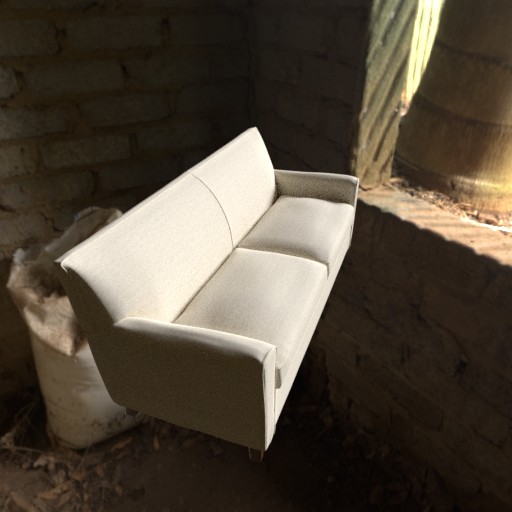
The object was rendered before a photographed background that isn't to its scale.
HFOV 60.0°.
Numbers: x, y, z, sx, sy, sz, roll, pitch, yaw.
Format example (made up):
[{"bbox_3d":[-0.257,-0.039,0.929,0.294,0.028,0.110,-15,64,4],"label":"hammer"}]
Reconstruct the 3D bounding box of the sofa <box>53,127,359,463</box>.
[{"bbox_3d":[0.000,0.000,2.507,0.841,0.907,2.001,11,32,18],"label":"sofa"}]
